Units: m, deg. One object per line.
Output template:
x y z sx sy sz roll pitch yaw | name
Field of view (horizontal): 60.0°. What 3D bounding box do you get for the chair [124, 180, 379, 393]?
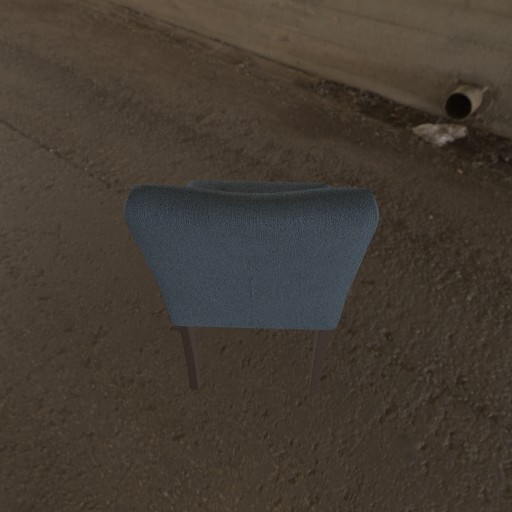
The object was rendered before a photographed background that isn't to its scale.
0.000 0.000 1.258 0.487 0.882 0.629 1 47 1 | chair
